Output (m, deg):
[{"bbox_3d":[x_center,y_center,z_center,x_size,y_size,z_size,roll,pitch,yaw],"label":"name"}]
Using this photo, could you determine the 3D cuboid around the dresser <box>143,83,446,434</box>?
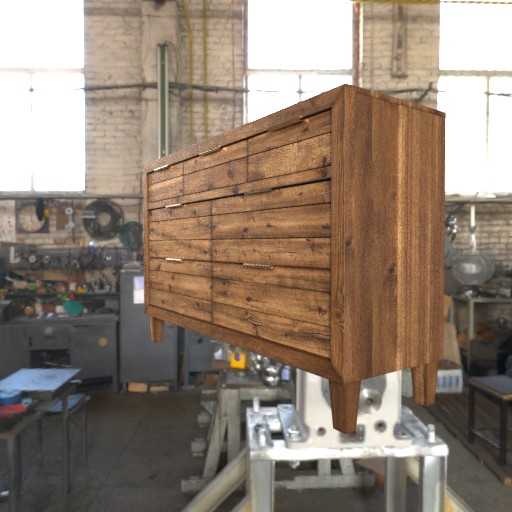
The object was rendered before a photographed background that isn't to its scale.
[{"bbox_3d":[0.000,0.000,1.795,0.438,0.892,1.387,-1,2,-35],"label":"dresser"}]
